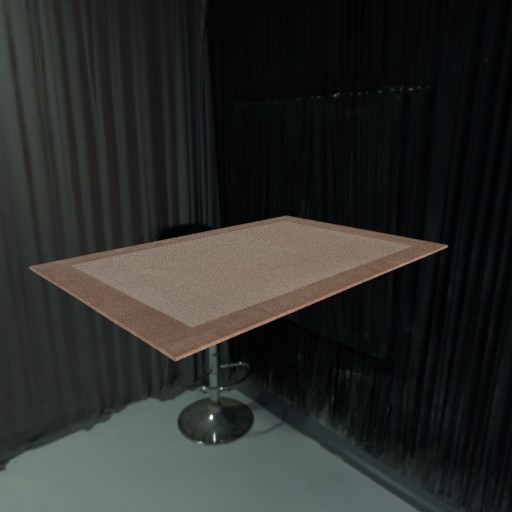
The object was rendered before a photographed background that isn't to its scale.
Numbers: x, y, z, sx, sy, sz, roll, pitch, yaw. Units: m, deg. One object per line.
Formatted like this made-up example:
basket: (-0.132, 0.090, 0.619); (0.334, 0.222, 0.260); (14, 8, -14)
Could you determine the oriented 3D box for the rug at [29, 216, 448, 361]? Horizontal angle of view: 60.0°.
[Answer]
rug: (0.000, 0.000, 2.299); (1.829, 0.014, 1.219); (-15, 22, -42)
